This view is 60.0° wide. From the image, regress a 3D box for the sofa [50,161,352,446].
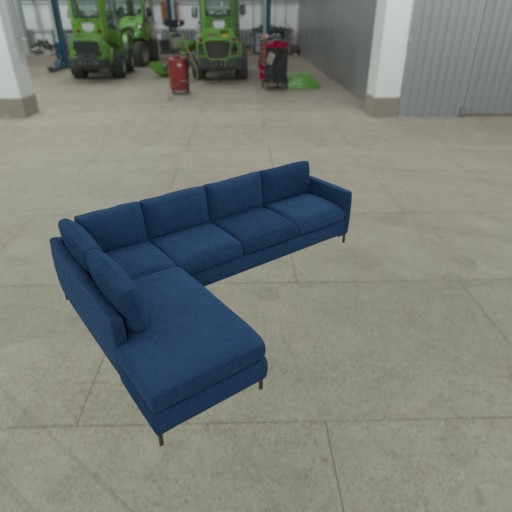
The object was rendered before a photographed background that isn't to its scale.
[{"bbox_3d":[0.000,0.000,3.898,2.949,0.815,2.007,-20,35,-32],"label":"sofa"}]
